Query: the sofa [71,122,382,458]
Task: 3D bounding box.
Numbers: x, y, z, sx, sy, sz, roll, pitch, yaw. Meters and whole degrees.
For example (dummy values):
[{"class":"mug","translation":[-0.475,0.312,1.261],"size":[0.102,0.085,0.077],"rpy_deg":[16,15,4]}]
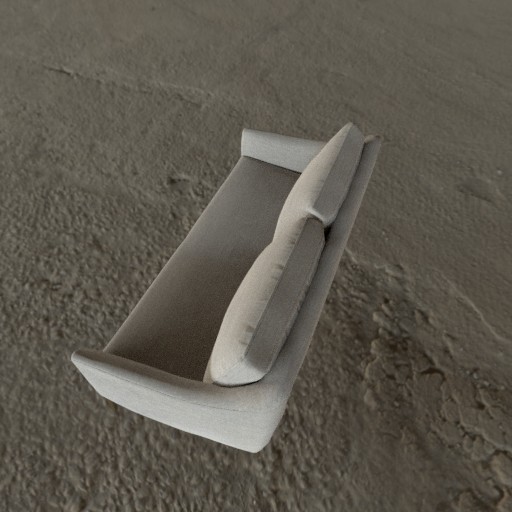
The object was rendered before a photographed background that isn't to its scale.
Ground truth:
[{"class":"sofa","translation":[0.000,0.000,2.576],"size":[0.980,0.913,2.036],"rpy_deg":[16,50,14]}]
